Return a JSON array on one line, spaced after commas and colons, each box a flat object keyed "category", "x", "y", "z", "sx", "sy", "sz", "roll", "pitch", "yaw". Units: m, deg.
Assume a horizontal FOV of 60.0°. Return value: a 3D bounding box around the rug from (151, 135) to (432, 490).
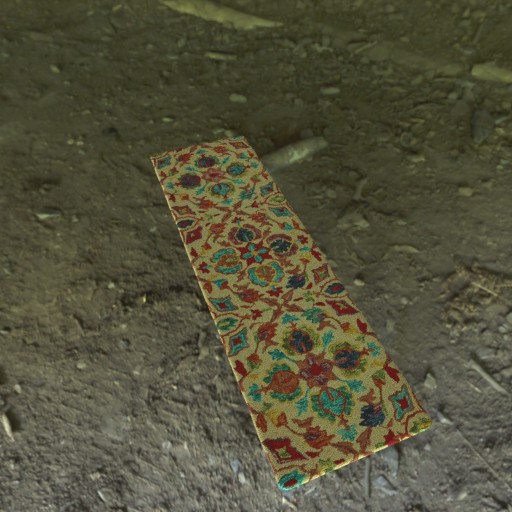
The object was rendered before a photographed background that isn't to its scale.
[{"category": "rug", "x": 0.000, "y": 0.000, "z": 2.438, "sx": 0.693, "sy": 0.016, "sz": 2.273, "roll": -16, "pitch": 50, "yaw": -14}]
